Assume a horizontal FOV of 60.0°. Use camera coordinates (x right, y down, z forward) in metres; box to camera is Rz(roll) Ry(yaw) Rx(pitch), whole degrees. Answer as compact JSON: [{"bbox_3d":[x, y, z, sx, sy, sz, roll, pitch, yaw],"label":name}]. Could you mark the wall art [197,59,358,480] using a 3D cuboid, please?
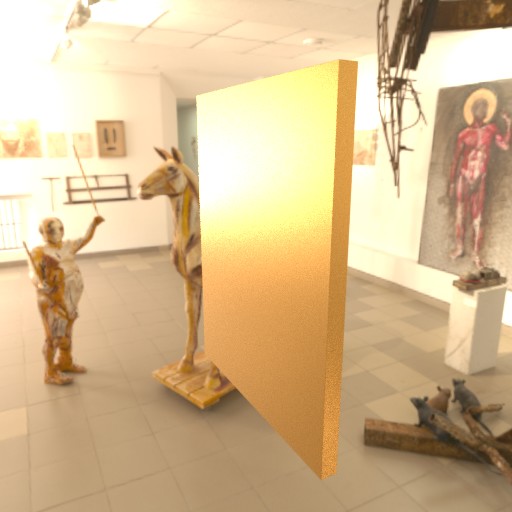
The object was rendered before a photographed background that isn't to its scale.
[{"bbox_3d":[0.000,0.000,1.040,0.038,0.762,0.610,-8,16,-27],"label":"wall art"}]
